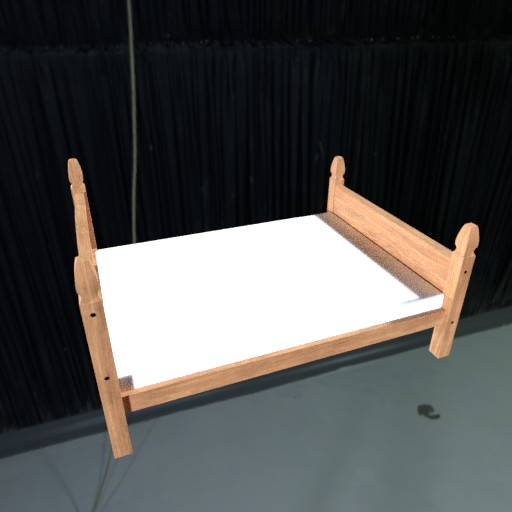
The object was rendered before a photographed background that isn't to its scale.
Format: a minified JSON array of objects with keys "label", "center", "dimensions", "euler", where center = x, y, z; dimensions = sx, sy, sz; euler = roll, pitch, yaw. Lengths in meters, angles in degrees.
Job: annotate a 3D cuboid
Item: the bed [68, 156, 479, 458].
[{"label":"bed","center":[0.000,0.000,2.844],"dimensions":[2.069,1.100,1.490],"euler":[-11,30,-19]}]
